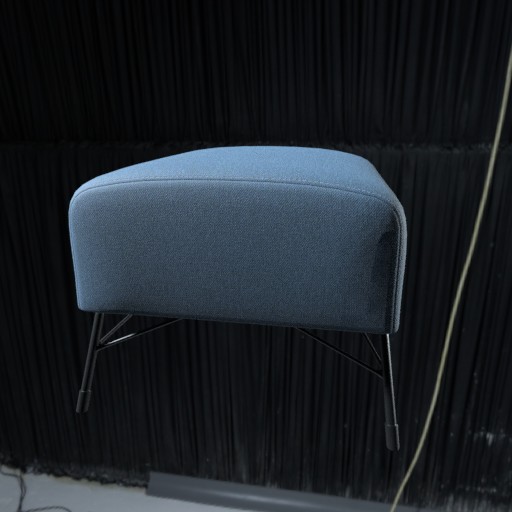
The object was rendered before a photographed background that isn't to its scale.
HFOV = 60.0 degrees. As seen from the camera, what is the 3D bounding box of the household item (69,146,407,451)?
[{"bbox_3d":[0.000,0.000,0.891,0.530,0.420,0.530,3,18,10],"label":"household item"}]
